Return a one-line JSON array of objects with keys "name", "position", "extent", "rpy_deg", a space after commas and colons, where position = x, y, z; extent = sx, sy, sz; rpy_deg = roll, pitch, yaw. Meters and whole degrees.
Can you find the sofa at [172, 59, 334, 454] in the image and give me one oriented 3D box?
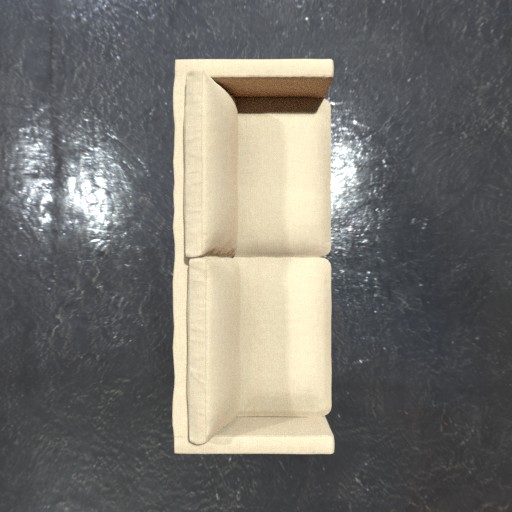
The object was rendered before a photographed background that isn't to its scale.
[{"name": "sofa", "position": [0.000, 0.000, 2.836], "extent": [0.962, 0.853, 2.312], "rpy_deg": [0, 89, 0]}]
